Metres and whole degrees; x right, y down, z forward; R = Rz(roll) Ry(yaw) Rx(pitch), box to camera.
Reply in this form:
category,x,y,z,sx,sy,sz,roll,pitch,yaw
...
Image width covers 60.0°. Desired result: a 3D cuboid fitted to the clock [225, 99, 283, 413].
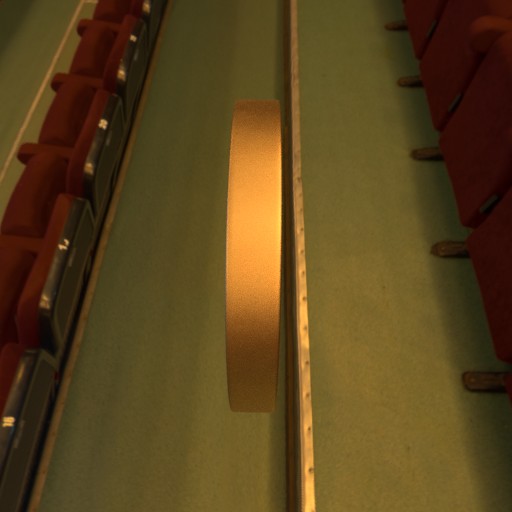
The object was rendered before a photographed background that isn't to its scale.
category,x,y,z,sx,sy,sz,roll,pitch,yaw
clock,0.000,0.000,0.471,0.040,0.314,0.314,1,58,1
